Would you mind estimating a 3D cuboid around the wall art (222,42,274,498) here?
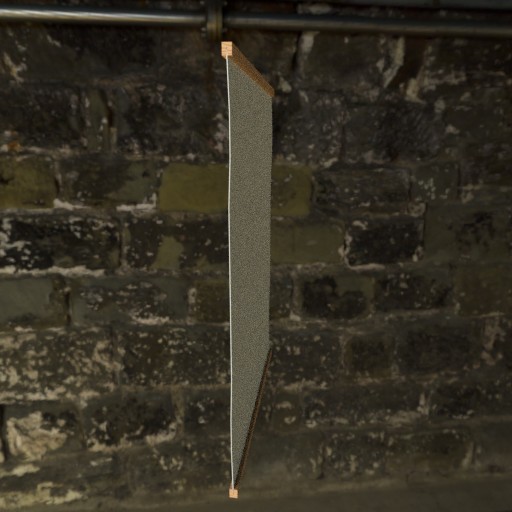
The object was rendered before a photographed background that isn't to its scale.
[{"bbox_3d":[0.000,0.000,0.786,0.011,0.605,0.458,2,14,8],"label":"wall art"}]
